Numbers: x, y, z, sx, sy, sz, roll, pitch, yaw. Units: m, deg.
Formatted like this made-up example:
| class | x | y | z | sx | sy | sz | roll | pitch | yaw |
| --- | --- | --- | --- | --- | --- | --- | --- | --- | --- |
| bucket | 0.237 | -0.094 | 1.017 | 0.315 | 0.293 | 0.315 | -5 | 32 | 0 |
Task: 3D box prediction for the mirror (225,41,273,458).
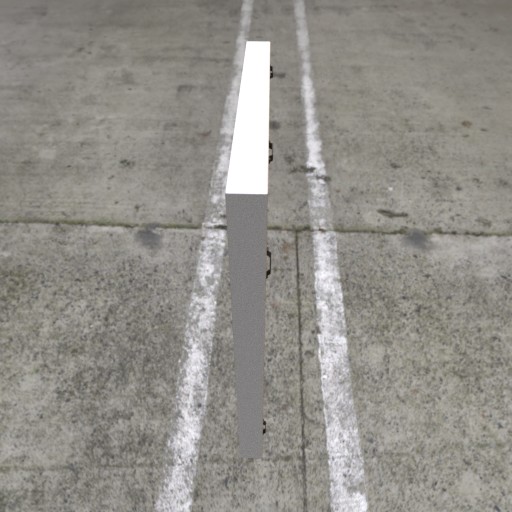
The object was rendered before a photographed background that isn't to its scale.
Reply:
| class | x | y | z | sx | sy | sz | roll | pitch | yaw |
| --- | --- | --- | --- | --- | --- | --- | --- | --- | --- |
| mirror | 0.000 | 0.000 | 0.690 | 0.041 | 0.508 | 0.405 | 1 | 42 | 1 |
